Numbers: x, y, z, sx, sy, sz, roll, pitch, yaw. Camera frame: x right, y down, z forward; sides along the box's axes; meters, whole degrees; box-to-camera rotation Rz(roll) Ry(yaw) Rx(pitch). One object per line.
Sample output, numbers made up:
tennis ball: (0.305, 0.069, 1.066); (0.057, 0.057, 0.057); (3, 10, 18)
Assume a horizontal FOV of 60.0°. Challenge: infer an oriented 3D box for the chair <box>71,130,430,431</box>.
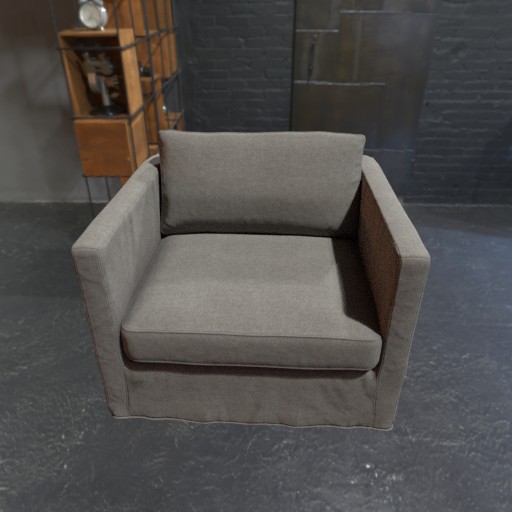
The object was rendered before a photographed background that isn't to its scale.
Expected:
chair: (0.000, 0.000, 1.767); (1.057, 0.863, 0.949); (2, 30, 3)
